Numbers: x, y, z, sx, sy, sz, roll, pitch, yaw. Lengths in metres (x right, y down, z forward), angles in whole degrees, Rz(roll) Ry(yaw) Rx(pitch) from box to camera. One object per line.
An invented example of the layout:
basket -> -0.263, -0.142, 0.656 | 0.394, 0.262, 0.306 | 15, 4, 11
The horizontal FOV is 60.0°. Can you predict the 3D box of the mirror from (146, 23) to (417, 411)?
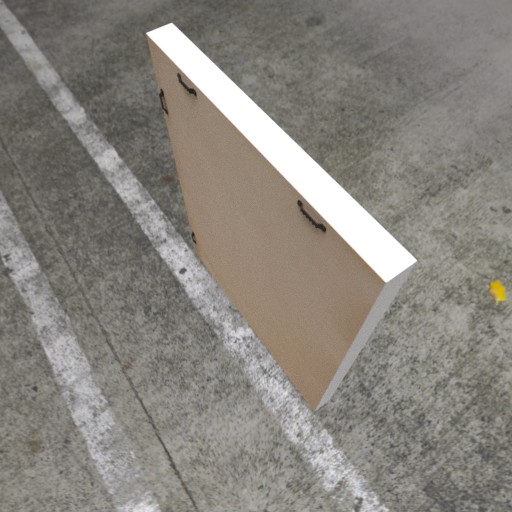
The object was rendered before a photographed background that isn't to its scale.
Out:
mirror -> 0.000, 0.000, 0.663 | 0.041, 0.508, 0.405 | -31, 64, -17
